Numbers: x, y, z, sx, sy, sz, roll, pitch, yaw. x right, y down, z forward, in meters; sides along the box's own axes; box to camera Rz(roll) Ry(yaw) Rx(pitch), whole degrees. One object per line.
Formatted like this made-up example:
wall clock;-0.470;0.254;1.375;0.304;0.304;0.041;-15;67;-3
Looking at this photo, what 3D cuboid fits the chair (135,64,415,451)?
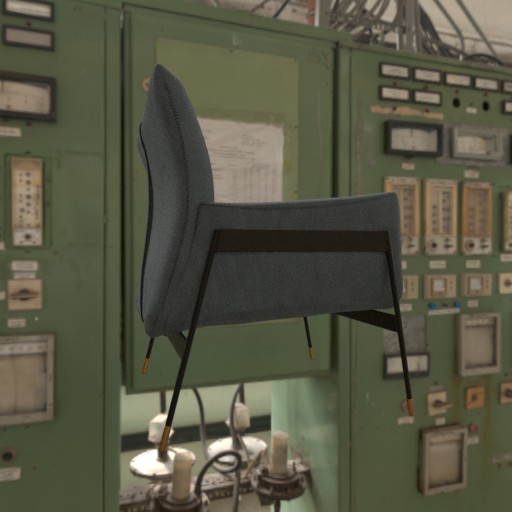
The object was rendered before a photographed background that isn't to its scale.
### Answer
chair;0.000;0.000;1.383;0.709;0.858;0.678;0;1;-18
